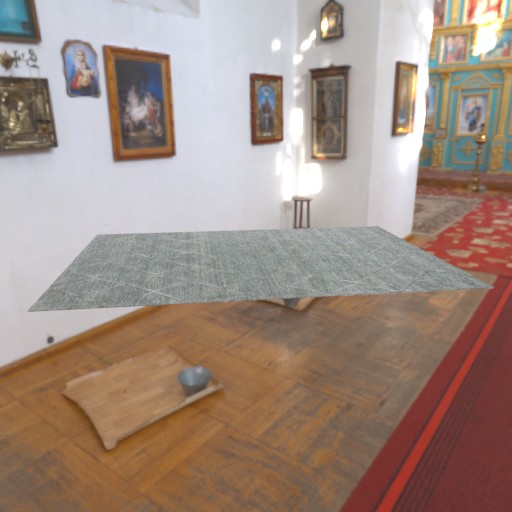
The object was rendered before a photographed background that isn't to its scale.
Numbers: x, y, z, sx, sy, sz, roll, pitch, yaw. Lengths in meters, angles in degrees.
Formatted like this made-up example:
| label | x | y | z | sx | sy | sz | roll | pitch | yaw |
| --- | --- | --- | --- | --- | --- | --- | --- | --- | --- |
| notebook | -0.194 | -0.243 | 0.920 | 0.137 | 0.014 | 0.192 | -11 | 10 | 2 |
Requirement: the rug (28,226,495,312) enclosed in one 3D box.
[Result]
| label | x | y | z | sx | sy | sz | roll | pitch | yaw |
| --- | --- | --- | --- | --- | --- | --- | --- | --- | --- |
| rug | 0.000 | 0.000 | 2.868 | 2.283 | 0.006 | 1.521 | -2 | 16 | -8 |
